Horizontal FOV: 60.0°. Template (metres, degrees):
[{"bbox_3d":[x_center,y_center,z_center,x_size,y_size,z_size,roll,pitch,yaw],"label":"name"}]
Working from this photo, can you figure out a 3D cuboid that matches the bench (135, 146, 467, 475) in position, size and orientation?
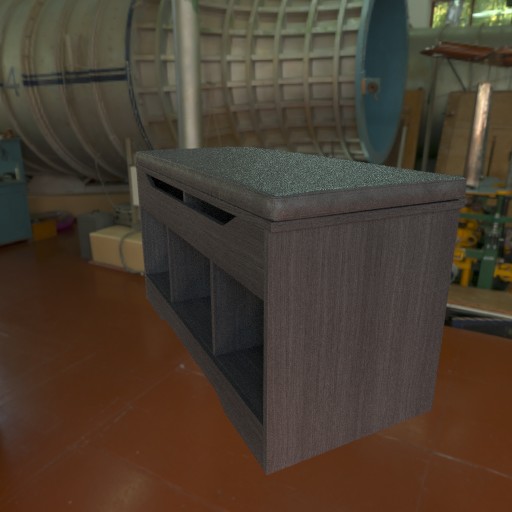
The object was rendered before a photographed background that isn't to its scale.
[{"bbox_3d":[0.000,0.000,1.165,0.401,0.501,0.905,-9,20,-25],"label":"bench"}]
